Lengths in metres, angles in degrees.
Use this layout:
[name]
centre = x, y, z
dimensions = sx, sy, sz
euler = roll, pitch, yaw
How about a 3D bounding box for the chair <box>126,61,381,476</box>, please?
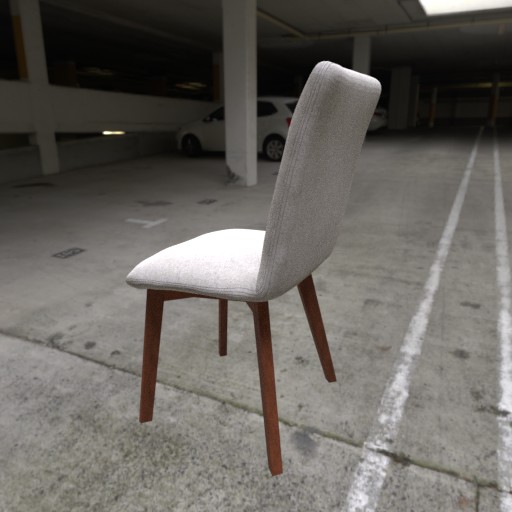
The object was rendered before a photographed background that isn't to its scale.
[chair]
centre = 0.000, 0.000, 1.276
dimensions = 0.563, 0.974, 0.522
euler = 8, 18, 25
